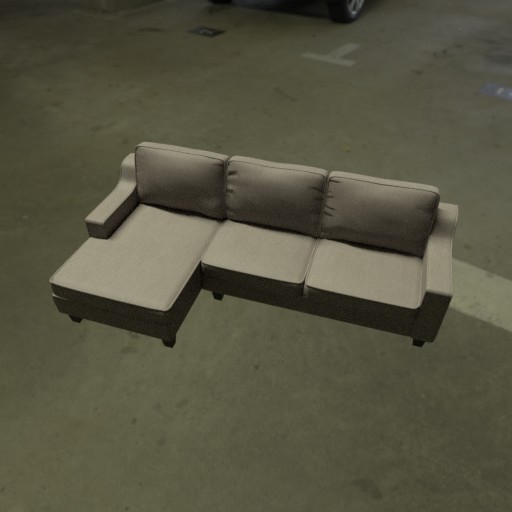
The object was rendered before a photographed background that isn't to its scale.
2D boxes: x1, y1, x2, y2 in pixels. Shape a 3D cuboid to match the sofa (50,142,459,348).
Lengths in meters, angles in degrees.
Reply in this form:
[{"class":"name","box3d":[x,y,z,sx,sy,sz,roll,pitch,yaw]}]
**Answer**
[{"class":"sofa","box3d":[0.000,0.000,3.108,2.561,0.928,1.294,12,42,13]}]
